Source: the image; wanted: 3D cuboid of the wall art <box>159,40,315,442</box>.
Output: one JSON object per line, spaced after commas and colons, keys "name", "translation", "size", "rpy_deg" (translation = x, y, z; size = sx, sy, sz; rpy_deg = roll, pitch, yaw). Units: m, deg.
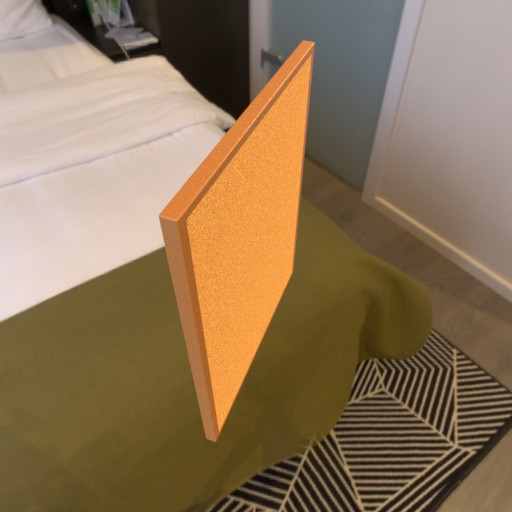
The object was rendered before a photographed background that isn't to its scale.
{"name": "wall art", "translation": [0.000, 0.000, 0.523], "size": [0.015, 0.379, 0.310], "rpy_deg": [16, 49, 15]}
